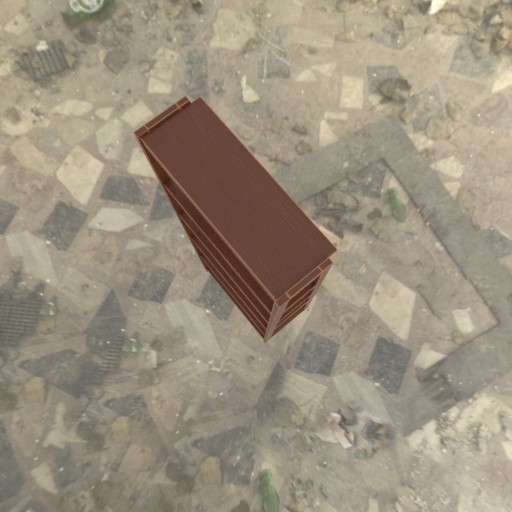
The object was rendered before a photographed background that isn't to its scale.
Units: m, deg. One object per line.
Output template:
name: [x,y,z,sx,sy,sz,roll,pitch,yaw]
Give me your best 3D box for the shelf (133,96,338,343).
shelf: [0.000,0.000,2.167,0.381,1.892,0.660,-39,79,-9]
